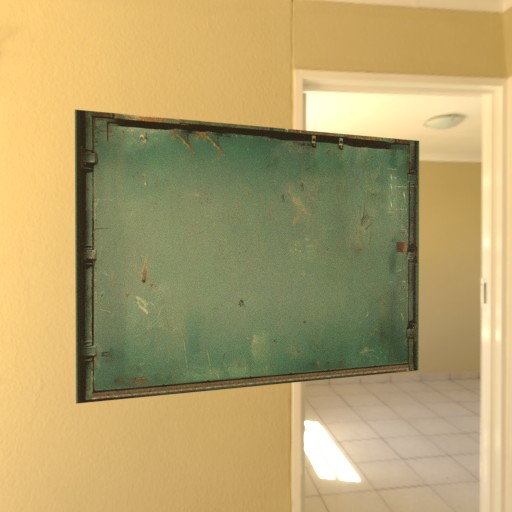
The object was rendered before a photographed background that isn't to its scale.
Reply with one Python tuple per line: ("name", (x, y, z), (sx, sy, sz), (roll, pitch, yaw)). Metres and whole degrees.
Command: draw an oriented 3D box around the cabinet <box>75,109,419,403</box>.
("cabinet", (0.000, 0.000, 4.034), (3.001, 2.160, 0.680), (0, 1, -18))
